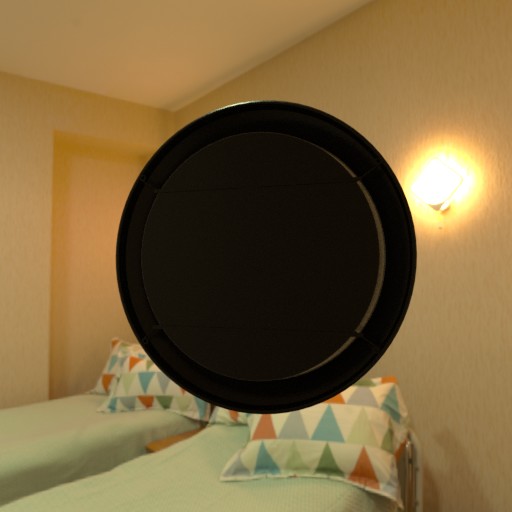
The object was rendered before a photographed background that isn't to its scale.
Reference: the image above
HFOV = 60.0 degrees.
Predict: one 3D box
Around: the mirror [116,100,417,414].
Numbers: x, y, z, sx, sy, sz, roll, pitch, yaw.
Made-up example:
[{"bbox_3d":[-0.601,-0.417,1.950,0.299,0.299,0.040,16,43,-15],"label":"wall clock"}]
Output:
[{"bbox_3d":[0.000,0.000,1.335,0.907,0.907,0.111,-1,-2,17],"label":"mirror"}]
